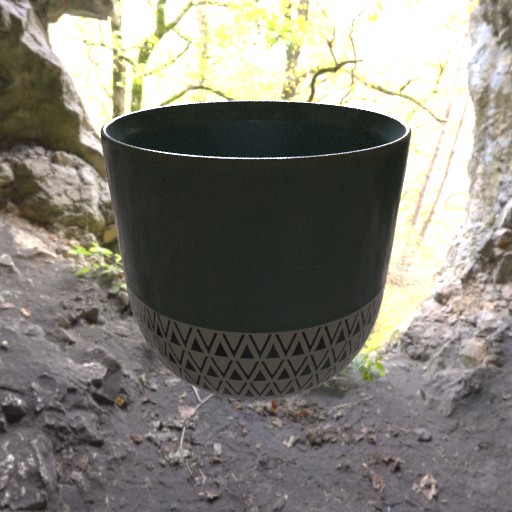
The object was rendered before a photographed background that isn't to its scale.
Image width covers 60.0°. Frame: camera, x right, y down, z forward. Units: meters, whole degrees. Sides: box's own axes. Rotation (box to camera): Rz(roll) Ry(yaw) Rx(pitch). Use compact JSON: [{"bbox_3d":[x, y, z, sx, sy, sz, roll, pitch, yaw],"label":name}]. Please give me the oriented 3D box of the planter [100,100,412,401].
[{"bbox_3d":[0.000,0.000,0.456,0.266,0.270,0.266,0,27,0],"label":"planter"}]
